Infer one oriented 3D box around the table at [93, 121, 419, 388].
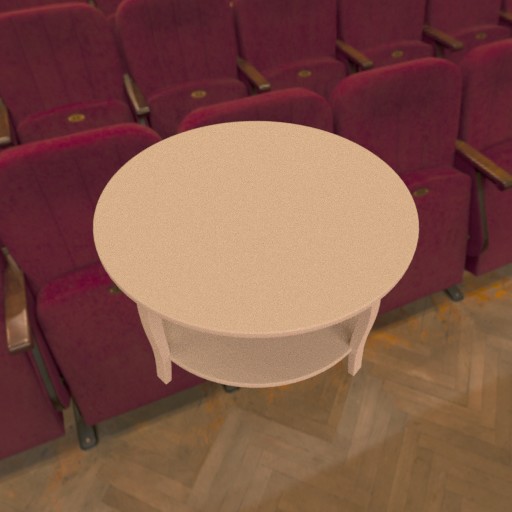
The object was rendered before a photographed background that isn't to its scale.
[{"bbox_3d":[0.000,0.000,1.440,0.910,0.457,0.910,0,46,0],"label":"table"}]
